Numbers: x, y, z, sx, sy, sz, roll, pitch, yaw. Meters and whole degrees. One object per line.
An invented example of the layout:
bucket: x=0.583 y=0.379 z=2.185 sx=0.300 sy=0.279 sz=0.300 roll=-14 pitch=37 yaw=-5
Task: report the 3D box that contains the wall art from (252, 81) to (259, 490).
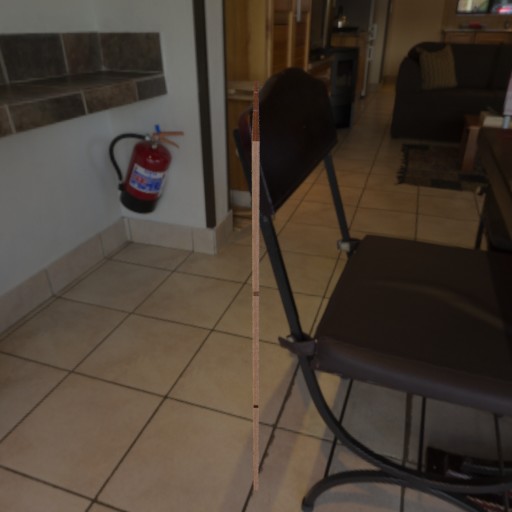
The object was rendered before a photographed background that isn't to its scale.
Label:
wall art: x=0.000 y=0.000 z=1.861 sx=0.017 sy=1.246 sz=1.256 roll=0 pitch=27 yaw=0
